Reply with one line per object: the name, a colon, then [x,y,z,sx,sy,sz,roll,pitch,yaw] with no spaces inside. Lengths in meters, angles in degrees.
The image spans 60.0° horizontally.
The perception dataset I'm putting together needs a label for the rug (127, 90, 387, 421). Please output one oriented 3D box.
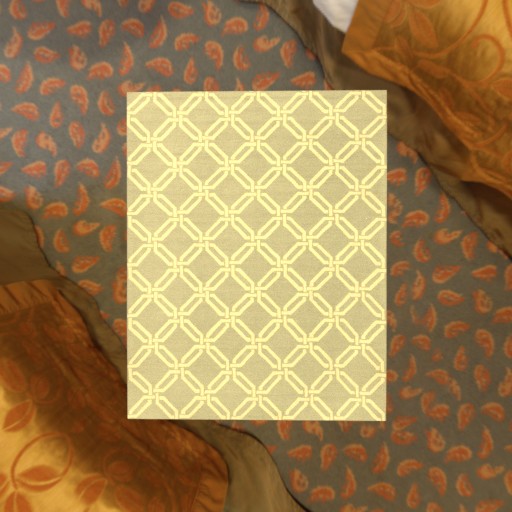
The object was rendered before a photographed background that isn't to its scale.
rug: [0.000,0.000,3.903,2.288,0.018,2.895,0,91,1]
